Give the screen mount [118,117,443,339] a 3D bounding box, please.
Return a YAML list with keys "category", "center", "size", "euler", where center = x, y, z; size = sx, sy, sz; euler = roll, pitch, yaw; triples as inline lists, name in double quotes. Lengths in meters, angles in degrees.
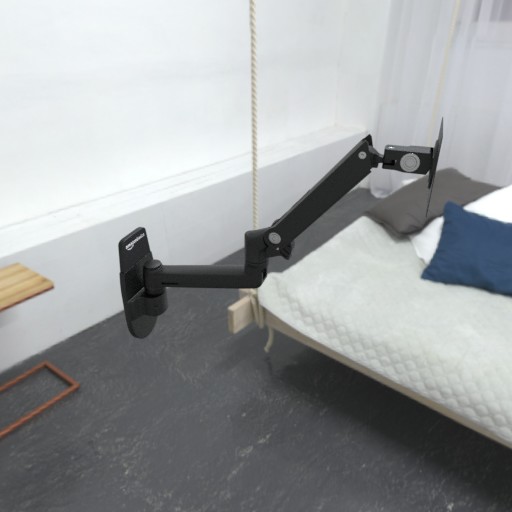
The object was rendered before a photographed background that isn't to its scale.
- category: "screen mount"
  center: [0.000, 0.000, 0.738]
  size: [0.495, 0.466, 0.115]
  euler: [10, 31, 18]
